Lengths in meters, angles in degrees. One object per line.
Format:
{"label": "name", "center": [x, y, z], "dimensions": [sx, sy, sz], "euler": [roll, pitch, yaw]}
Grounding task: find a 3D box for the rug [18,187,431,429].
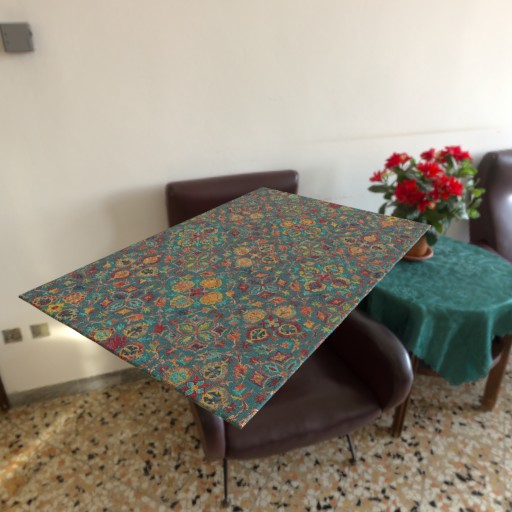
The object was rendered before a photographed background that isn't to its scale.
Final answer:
{"label": "rug", "center": [0.000, 0.000, 2.260], "dimensions": [1.216, 0.014, 1.836], "euler": [18, 32, 31]}
